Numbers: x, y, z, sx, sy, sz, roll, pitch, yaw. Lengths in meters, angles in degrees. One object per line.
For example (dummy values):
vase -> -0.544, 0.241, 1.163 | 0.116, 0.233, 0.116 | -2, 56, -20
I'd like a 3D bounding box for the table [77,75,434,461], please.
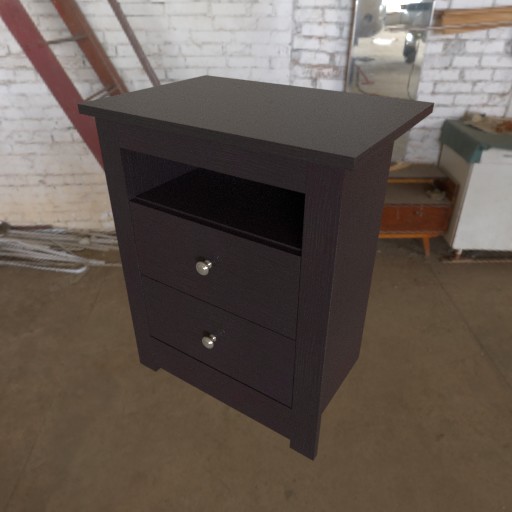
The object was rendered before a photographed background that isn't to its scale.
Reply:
table -> 0.000, 0.000, 1.068 | 0.589, 0.711, 0.408 | 19, 36, 28
